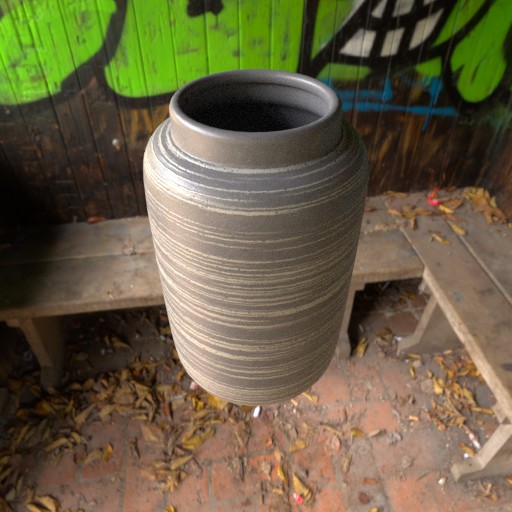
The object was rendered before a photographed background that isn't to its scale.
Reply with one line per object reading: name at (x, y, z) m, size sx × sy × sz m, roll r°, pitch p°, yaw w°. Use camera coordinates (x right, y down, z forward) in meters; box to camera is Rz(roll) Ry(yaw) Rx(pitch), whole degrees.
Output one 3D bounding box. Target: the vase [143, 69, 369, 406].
vase at (0.000, 0.000, 0.686) m, size 0.297 × 0.499 × 0.297 m, roll 0°, pitch 41°, yaw 0°
